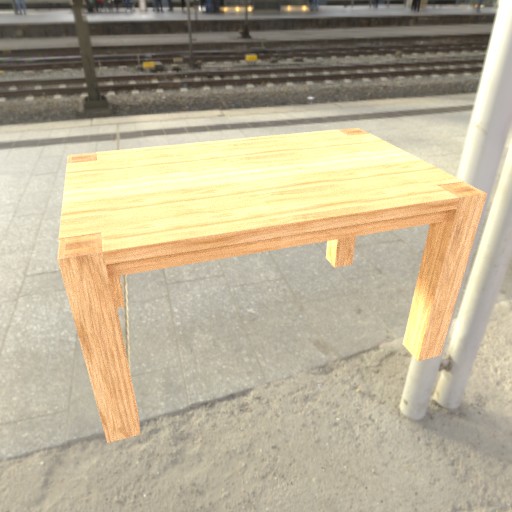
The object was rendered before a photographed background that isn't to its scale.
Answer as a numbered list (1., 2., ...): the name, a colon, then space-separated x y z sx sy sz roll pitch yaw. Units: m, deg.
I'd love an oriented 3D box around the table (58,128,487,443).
1. table: 0.000 0.000 1.914 1.400 0.760 0.900 -10 32 -16
